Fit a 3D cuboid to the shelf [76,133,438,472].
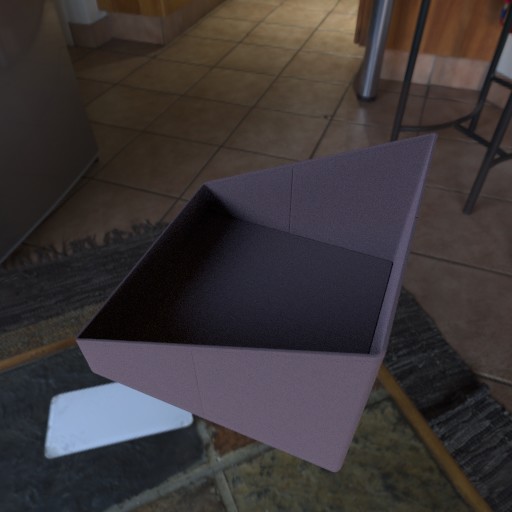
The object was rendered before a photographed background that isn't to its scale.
[{"bbox_3d":[0.000,0.000,0.481,0.292,0.210,0.292,16,48,15],"label":"shelf"}]
